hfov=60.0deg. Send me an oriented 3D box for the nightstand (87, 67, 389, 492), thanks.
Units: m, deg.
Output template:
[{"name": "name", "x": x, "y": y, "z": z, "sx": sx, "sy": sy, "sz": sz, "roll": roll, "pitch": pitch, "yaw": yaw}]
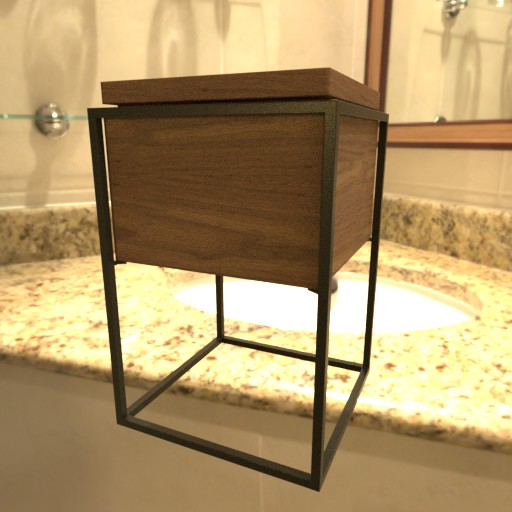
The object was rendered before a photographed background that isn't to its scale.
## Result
[{"name": "nightstand", "x": 0.000, "y": 0.000, "z": 0.852, "sx": 0.397, "sy": 0.607, "sz": 0.397, "roll": 7, "pitch": 17, "yaw": 24}]
